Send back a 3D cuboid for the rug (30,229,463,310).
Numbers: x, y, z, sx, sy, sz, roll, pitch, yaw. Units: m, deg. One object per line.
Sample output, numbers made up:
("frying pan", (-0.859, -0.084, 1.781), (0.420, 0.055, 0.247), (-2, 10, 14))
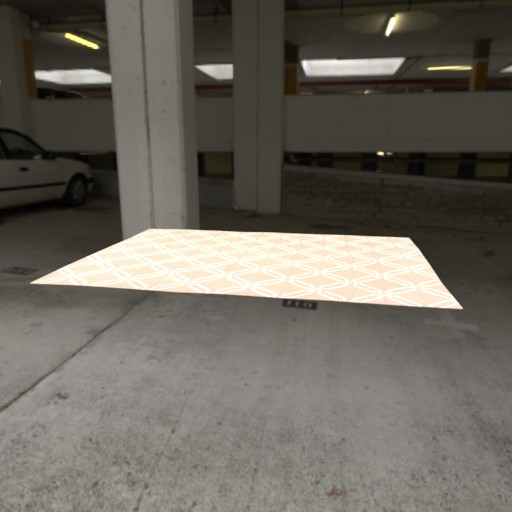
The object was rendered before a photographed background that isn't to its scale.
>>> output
("rug", (0.000, 0.000, 4.502), (3.365, 0.020, 2.452), (2, 14, 10))
